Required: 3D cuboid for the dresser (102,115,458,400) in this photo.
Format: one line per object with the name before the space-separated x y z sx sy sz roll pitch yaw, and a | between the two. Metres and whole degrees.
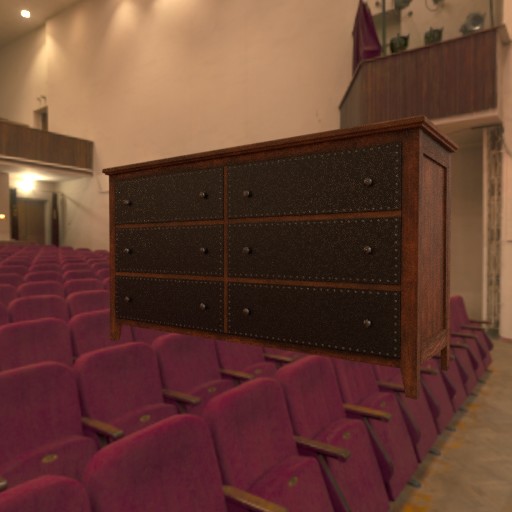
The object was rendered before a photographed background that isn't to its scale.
dresser | 0.000 0.000 1.947 1.551 0.856 0.463 1 1 35
